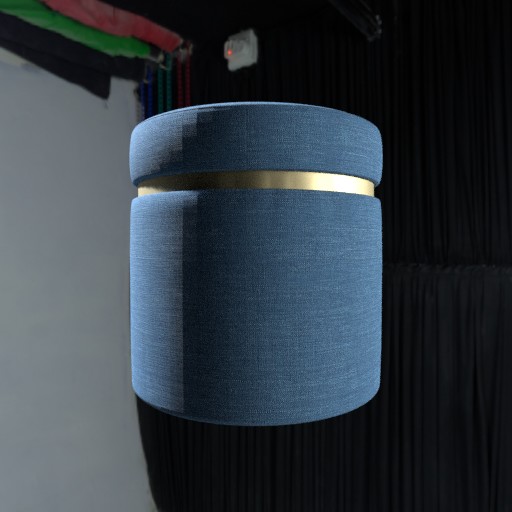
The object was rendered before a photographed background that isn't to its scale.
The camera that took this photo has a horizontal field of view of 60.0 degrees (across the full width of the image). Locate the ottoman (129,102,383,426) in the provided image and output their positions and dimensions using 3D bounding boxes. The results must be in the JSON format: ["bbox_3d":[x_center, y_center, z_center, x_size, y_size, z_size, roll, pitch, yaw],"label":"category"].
[{"bbox_3d":[0.000,0.000,0.728,0.398,0.406,0.398,0,2,0],"label":"ottoman"}]
